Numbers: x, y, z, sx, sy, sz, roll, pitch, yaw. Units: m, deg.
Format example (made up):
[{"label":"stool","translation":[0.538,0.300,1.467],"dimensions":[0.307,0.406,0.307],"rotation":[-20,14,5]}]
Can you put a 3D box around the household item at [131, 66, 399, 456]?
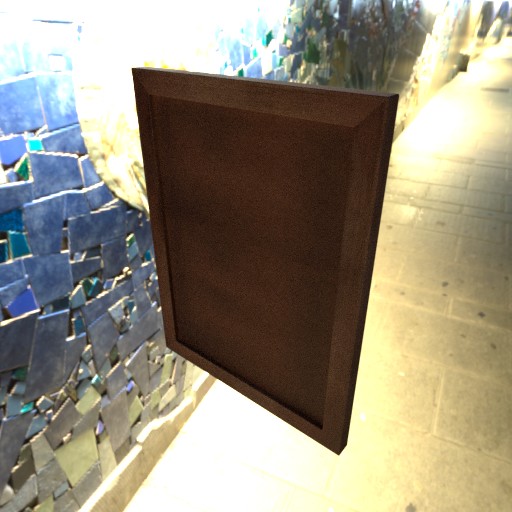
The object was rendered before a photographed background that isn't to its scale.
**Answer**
[{"label":"household item","translation":[0.000,0.000,0.536],"dimensions":[0.310,0.407,0.067],"rotation":[22,36,34]}]
